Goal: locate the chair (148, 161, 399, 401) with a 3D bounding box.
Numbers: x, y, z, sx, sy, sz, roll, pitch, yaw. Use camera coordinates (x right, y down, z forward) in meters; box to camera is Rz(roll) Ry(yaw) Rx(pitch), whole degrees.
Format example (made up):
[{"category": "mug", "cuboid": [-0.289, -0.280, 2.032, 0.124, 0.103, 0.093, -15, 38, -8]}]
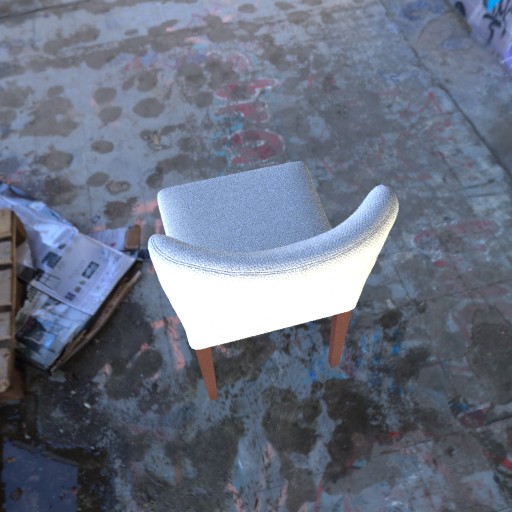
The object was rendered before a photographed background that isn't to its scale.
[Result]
[{"category": "chair", "cuboid": [0.000, 0.000, 1.230, 0.491, 0.839, 0.589, -13, 59, -8]}]
